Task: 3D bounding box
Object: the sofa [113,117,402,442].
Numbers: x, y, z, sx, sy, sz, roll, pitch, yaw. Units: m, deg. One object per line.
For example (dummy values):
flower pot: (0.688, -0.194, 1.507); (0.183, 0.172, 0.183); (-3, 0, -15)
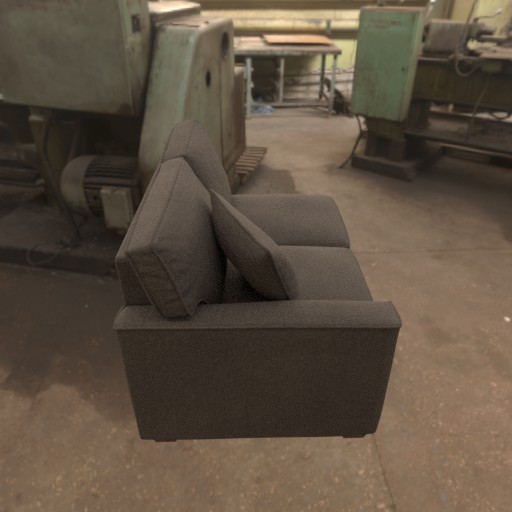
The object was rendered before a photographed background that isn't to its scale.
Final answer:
sofa: (0.000, 0.000, 2.133); (0.991, 0.989, 1.388); (-1, 32, -1)
